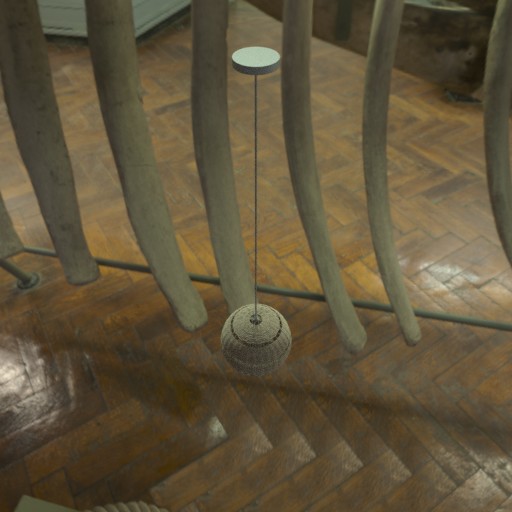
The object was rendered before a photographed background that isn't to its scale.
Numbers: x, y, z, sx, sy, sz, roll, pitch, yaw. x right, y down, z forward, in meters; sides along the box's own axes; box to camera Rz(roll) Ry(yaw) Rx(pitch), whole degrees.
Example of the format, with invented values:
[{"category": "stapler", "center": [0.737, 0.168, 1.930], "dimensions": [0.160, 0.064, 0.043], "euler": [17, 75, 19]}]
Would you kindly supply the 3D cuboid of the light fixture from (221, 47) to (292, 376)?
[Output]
[{"category": "light fixture", "center": [0.000, 0.000, 2.271], "dimensions": [0.457, 2.019, 0.457], "euler": [9, 47, 9]}]
